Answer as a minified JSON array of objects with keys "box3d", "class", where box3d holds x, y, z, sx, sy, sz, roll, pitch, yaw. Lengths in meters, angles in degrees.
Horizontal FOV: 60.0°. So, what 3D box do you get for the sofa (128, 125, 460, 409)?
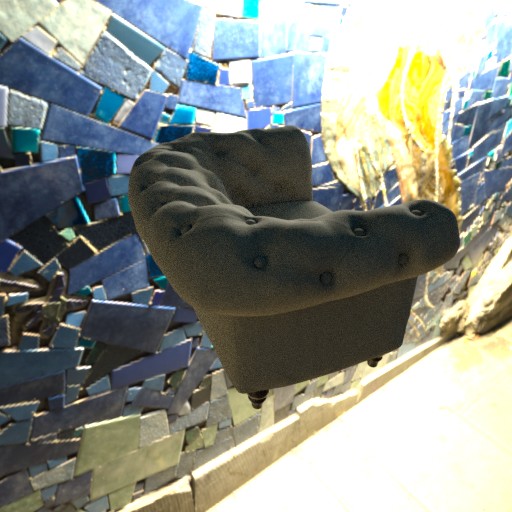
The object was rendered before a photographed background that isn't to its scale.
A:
[{"box3d":[0.000,0.000,2.055,1.034,0.878,1.405,-11,33,-18],"class":"sofa"}]
